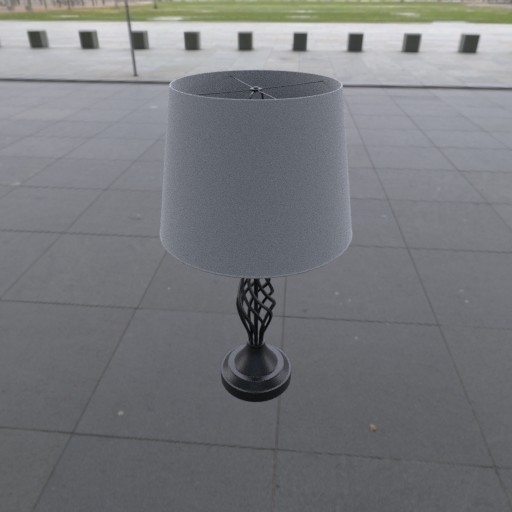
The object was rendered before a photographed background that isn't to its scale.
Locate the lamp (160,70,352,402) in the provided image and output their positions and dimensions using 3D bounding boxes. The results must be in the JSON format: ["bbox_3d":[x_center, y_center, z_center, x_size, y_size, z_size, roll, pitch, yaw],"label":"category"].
[{"bbox_3d":[0.000,0.000,0.804,0.331,0.594,0.331,0,31,0],"label":"lamp"}]
